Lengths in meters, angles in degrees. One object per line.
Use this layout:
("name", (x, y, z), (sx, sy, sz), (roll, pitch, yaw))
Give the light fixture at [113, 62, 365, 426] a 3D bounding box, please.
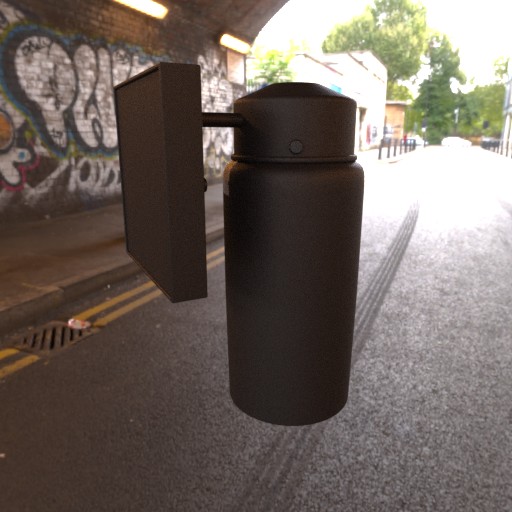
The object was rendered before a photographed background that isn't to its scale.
("light fixture", (0.000, 0.000, 0.350), (0.176, 0.257, 0.130), (-8, 17, -26))
